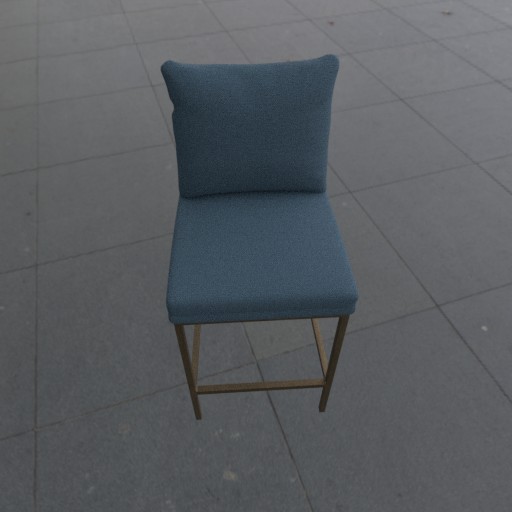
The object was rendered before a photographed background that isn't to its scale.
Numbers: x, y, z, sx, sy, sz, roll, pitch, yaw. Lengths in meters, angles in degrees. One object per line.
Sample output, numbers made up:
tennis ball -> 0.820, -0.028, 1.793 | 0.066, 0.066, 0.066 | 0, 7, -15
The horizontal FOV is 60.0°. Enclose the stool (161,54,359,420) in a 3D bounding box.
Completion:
stool -> 0.000, 0.000, 1.334 | 0.463, 1.032, 0.568 | -3, 47, -2
